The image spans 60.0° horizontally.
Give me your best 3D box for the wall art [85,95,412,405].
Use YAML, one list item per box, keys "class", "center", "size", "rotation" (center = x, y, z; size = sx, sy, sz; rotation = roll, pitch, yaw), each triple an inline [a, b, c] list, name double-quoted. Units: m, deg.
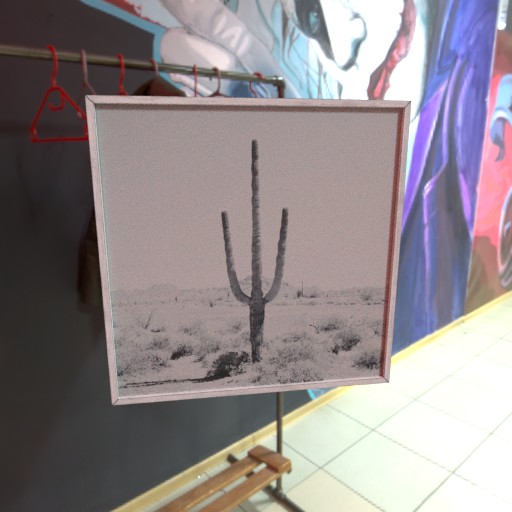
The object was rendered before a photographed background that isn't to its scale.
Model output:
- class: "wall art"
  center: [0.000, 0.000, 1.133]
  size: [0.762, 0.762, 0.038]
  rotation: [-2, 14, -8]
